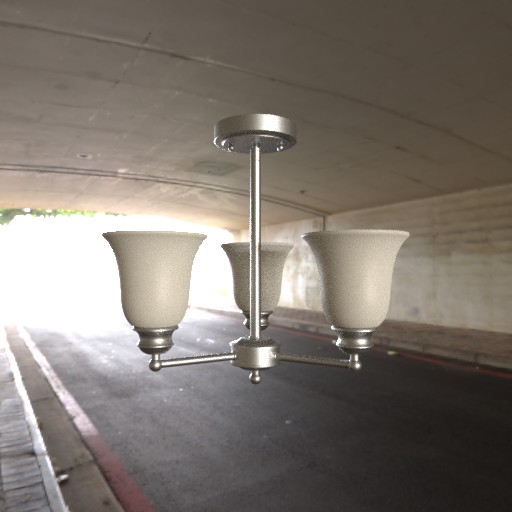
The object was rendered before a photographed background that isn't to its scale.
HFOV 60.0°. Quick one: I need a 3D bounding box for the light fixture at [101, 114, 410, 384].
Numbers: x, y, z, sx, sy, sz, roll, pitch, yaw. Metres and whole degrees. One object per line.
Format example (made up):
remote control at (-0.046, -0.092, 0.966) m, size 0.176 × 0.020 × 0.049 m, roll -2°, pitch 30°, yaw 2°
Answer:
light fixture at (0.000, 0.000, 0.678) m, size 0.388 × 0.370 × 0.354 m, roll 0°, pitch -2°, yaw 1°
